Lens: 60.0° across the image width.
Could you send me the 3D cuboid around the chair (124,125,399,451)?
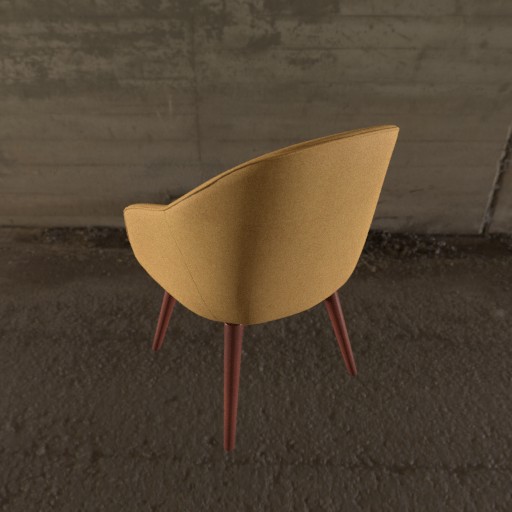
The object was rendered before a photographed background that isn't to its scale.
[{"bbox_3d":[0.000,0.000,1.228,0.596,0.823,0.635,-20,36,-30],"label":"chair"}]
